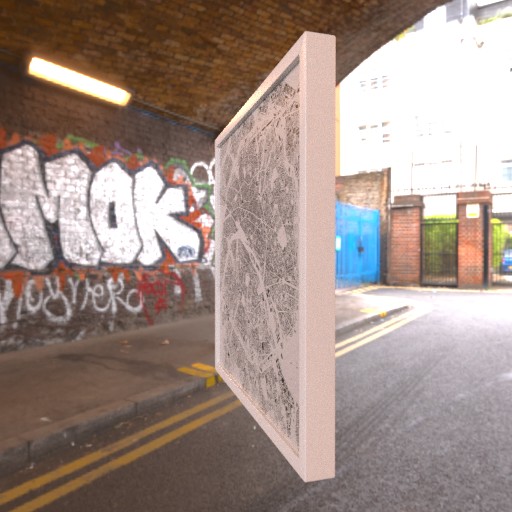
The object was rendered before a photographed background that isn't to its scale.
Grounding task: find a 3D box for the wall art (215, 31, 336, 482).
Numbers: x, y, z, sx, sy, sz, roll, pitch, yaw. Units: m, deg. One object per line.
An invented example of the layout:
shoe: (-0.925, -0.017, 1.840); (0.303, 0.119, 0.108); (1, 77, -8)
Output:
wall art: (0.000, 0.000, 0.745); (0.038, 0.508, 0.508); (0, 0, -17)
